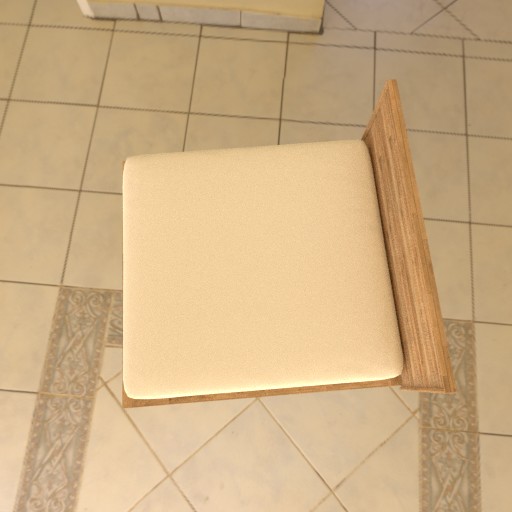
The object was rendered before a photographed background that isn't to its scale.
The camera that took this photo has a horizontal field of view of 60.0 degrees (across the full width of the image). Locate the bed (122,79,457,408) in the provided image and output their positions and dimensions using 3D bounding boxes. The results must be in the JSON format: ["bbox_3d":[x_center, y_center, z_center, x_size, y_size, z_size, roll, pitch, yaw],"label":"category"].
[{"bbox_3d":[0.000,0.000,3.342,2.167,1.100,2.116,-4,75,-1],"label":"bed"}]
